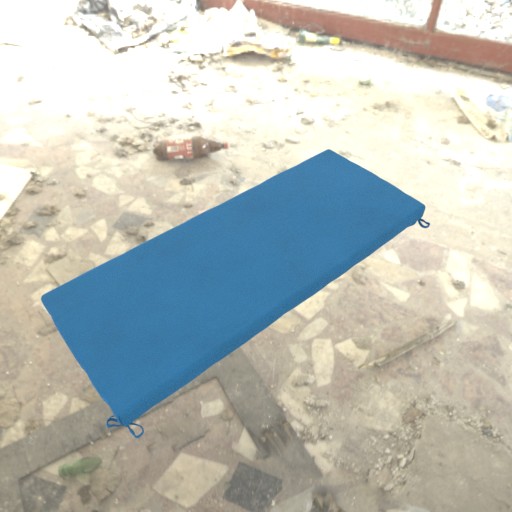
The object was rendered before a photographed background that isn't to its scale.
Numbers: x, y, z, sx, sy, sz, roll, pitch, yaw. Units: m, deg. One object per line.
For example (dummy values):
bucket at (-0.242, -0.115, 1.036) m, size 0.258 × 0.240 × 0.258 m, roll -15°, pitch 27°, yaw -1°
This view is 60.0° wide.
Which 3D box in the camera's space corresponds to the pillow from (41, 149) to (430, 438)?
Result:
pillow at (0.000, 0.000, 1.355) m, size 1.187 × 0.081 × 0.492 m, roll -31°, pitch 54°, yaw -26°
